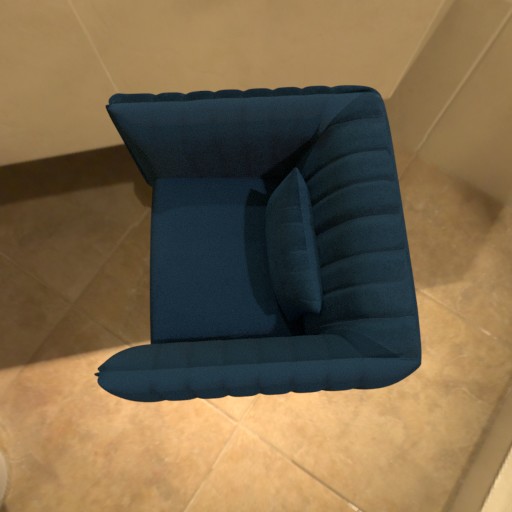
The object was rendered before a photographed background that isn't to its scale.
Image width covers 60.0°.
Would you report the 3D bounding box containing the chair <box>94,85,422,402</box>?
[{"bbox_3d":[0.000,0.000,1.592,0.877,0.793,0.947,-3,75,-1],"label":"chair"}]
